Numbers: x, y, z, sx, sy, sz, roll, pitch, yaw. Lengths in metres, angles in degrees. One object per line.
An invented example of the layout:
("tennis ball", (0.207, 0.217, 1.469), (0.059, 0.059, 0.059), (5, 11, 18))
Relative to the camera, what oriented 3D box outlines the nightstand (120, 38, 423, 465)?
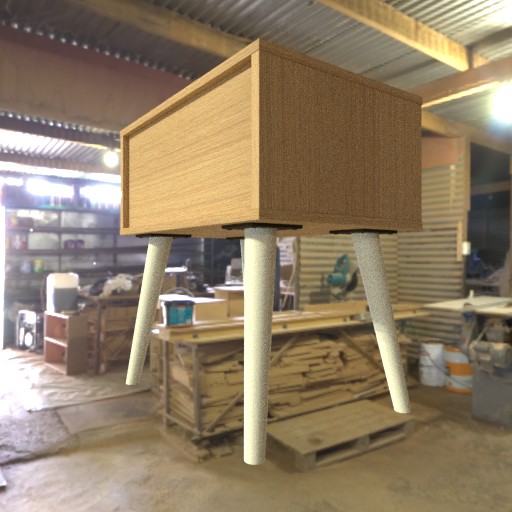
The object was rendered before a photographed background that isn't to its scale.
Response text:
("nightstand", (0.000, 0.000, 0.971), (0.407, 0.610, 0.571), (0, 0, -36))
